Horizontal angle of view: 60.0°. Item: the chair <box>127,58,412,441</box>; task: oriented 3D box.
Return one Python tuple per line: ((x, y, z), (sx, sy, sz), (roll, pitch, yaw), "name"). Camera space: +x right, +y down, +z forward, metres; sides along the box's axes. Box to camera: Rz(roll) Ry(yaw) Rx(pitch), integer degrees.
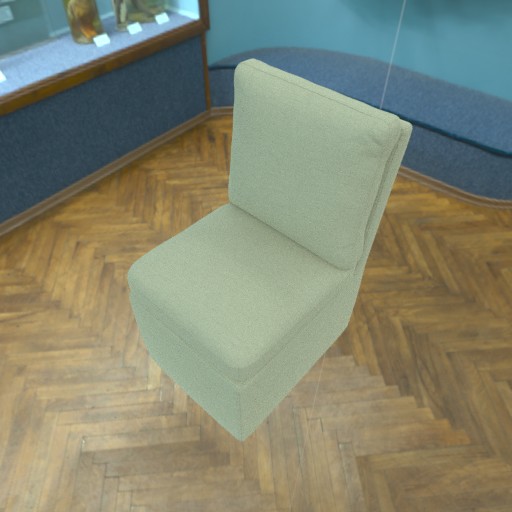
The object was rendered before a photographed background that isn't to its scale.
((0.000, 0.000, 1.356), (0.503, 0.927, 0.698), (34, 56, 27), "chair")
